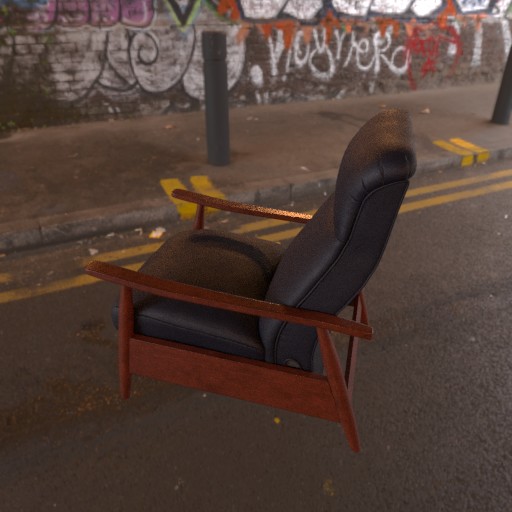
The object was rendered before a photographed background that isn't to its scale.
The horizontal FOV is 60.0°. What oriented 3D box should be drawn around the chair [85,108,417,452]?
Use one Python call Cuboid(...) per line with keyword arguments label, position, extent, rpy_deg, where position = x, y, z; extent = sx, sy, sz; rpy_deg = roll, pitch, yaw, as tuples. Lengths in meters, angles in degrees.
Cuboid(label="chair", position=(0.000, 0.000, 1.744), extent=(1.014, 1.082, 0.762), rpy_deg=(8, 31, 13))
